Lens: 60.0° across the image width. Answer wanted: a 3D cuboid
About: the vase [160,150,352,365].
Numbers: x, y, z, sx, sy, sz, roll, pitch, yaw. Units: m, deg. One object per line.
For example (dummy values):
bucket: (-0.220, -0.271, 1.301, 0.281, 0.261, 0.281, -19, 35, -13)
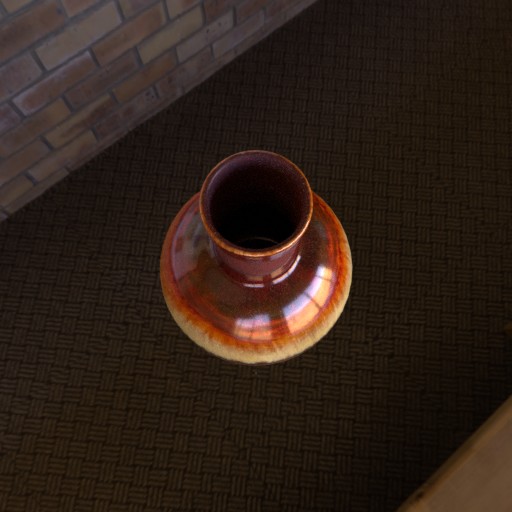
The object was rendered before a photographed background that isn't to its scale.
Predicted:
vase: (0.000, 0.000, 0.233, 0.111, 0.154, 0.111, 0, 75, 0)
